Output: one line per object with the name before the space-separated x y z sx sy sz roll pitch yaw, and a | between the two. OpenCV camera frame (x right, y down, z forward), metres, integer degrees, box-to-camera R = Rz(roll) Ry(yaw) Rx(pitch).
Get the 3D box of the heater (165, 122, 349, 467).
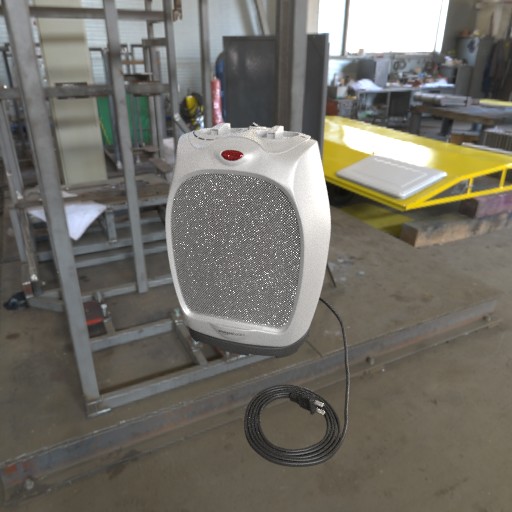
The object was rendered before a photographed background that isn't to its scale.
heater | 0.000 0.000 0.475 0.239 0.255 0.291 8 26 16
